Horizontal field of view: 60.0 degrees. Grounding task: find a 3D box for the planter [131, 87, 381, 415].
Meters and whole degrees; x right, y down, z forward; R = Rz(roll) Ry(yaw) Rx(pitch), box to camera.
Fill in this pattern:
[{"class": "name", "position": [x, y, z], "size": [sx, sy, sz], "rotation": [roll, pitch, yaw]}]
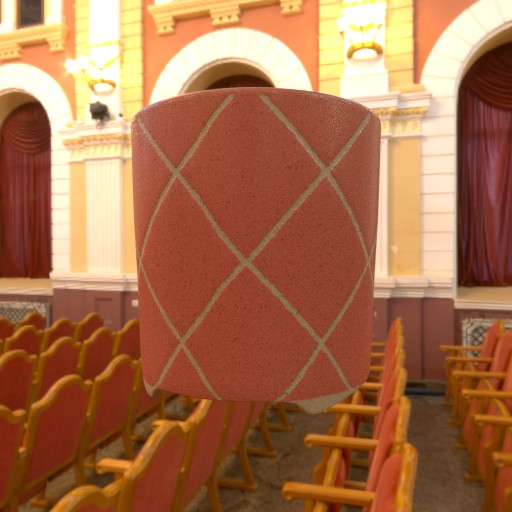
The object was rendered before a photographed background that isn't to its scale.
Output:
[{"class": "planter", "position": [0.000, 0.000, 0.419], "size": [0.227, 0.235, 0.227], "rotation": [0, 0, 0]}]
